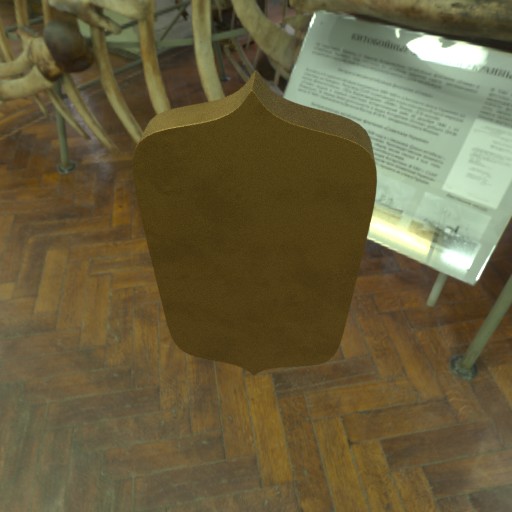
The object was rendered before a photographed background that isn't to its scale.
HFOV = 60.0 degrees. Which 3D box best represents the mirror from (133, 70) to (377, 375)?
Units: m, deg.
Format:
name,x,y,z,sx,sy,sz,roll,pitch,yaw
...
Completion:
name,x,y,z,sx,sy,sz,roll,pitch,yaw
mirror,0.000,0.000,0.734,0.323,0.613,0.096,4,46,3
